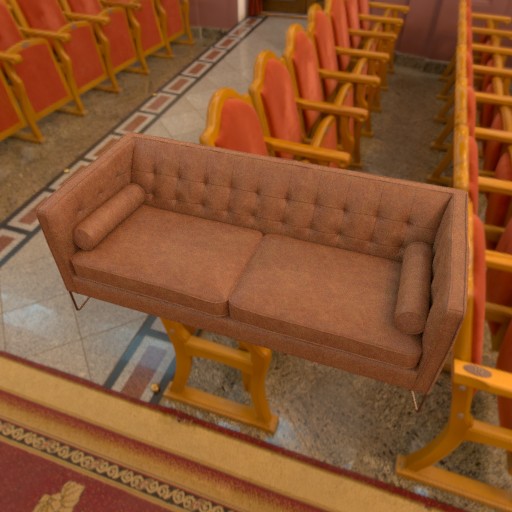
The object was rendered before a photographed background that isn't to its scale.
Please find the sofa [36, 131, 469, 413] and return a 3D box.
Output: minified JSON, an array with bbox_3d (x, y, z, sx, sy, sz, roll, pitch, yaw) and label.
[{"bbox_3d":[0.000,0.000,2.527,2.079,0.798,0.912,13,43,14],"label":"sofa"}]
